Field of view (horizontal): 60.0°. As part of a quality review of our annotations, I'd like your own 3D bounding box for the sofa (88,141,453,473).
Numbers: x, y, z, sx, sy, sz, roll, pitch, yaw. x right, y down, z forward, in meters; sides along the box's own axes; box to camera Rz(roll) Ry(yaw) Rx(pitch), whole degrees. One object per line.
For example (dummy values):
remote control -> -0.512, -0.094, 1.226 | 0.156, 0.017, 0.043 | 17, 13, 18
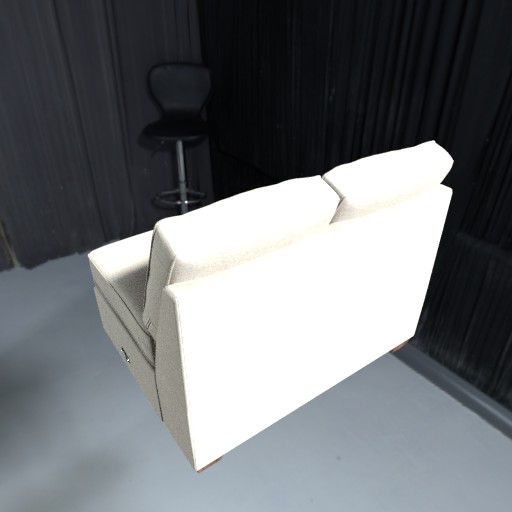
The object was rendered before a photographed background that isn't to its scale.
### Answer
sofa -> 0.000, 0.000, 1.956 | 1.232, 1.006, 0.978 | -21, 38, -30
